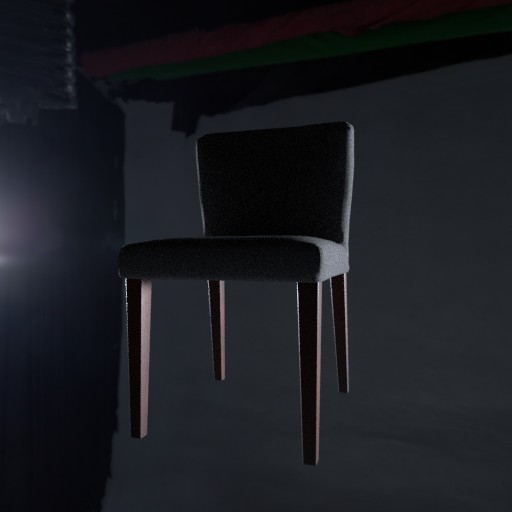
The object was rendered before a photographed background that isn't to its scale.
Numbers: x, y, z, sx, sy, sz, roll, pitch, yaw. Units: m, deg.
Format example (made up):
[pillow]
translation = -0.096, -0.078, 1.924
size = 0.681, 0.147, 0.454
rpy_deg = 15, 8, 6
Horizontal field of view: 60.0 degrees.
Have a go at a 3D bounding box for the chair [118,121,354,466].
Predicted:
[chair]
translation = 0.000, 0.000, 1.207
size = 0.491, 0.839, 0.589
rpy_deg = 0, 0, 19
